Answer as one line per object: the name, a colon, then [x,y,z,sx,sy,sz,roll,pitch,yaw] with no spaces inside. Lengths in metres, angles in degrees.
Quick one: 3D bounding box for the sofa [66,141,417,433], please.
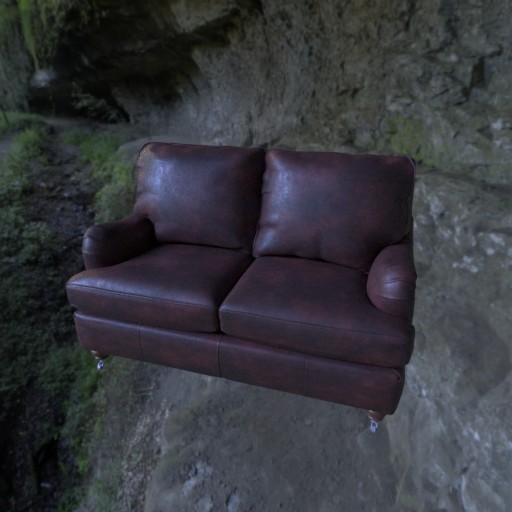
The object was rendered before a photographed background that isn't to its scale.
sofa: [0.000,0.000,2.371,1.628,1.070,1.148,8,26,16]
